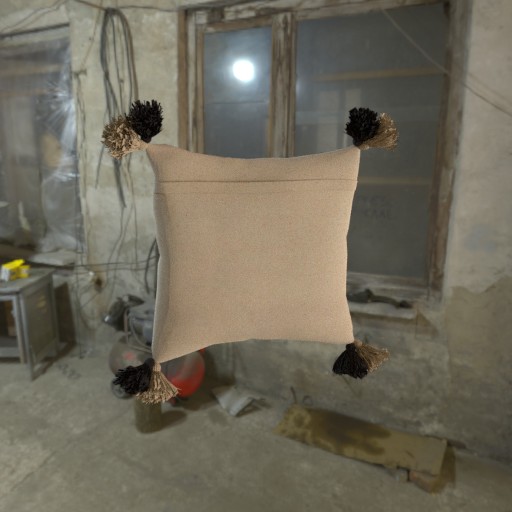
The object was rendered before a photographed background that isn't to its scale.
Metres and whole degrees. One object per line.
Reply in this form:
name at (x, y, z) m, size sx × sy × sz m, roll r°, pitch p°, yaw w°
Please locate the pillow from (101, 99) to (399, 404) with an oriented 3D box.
pillow at (0.000, 0.000, 0.999) m, size 0.654 × 0.659 × 0.170 m, roll -2°, pitch 12°, yaw -9°
